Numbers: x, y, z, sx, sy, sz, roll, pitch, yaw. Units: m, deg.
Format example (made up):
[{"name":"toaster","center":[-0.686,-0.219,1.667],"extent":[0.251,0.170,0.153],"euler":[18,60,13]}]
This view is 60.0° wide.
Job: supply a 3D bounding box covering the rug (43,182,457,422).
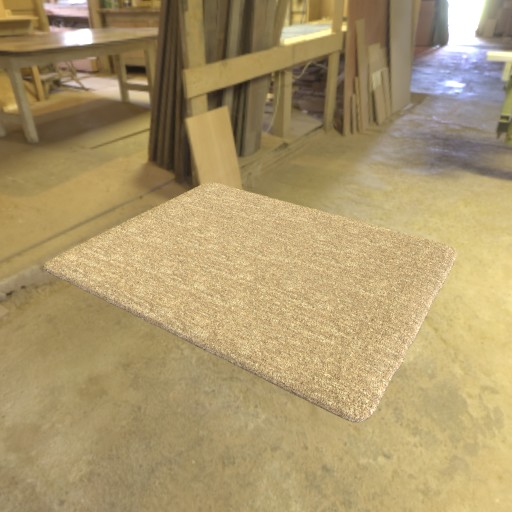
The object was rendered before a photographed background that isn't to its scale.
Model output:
[{"name":"rug","center":[0.000,0.000,3.779],"extent":[2.873,0.050,2.242],"euler":[19,36,28]}]
